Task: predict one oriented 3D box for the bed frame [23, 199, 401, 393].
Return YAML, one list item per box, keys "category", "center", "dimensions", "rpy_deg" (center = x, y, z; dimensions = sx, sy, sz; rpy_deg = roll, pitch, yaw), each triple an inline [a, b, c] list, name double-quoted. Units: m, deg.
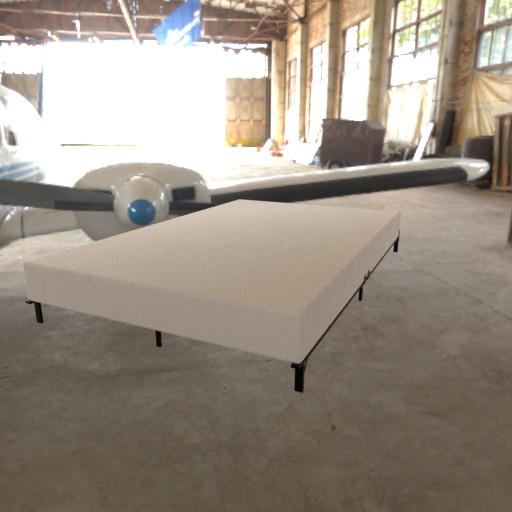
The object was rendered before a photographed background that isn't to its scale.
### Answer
- category: "bed frame"
  center: [0.000, 0.000, 3.791]
  dimensions: [1.930, 0.440, 2.987]
  rpy_deg: [8, 18, 25]
